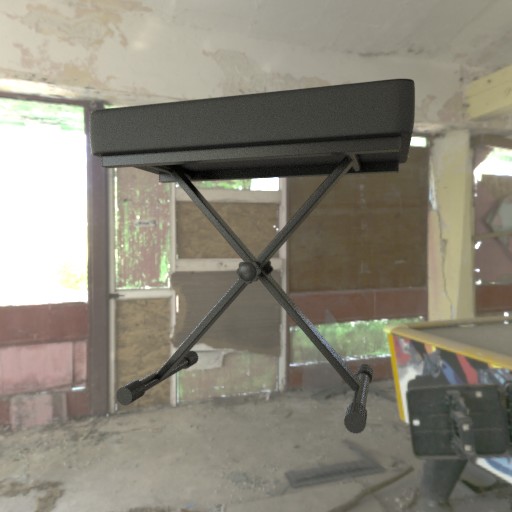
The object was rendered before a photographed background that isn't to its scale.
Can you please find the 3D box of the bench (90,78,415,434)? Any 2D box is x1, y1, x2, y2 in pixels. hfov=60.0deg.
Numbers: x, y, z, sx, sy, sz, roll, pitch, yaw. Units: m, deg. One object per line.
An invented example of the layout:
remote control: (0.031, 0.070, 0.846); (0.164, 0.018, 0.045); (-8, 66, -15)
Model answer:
bench: (0.000, 0.000, 0.912); (0.600, 0.561, 0.300); (0, 2, 17)
